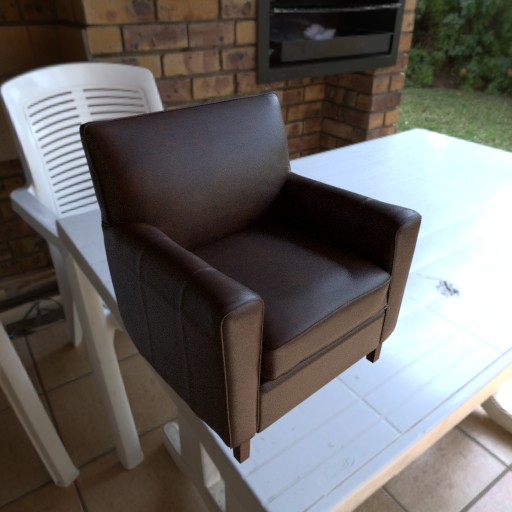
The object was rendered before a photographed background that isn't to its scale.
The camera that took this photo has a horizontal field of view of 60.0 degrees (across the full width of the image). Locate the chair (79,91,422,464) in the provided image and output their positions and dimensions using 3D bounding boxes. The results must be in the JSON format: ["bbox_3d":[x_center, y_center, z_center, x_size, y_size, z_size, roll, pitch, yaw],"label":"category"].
[{"bbox_3d":[0.000,0.000,1.606,0.870,0.943,0.823,-24,38,-34],"label":"chair"}]
